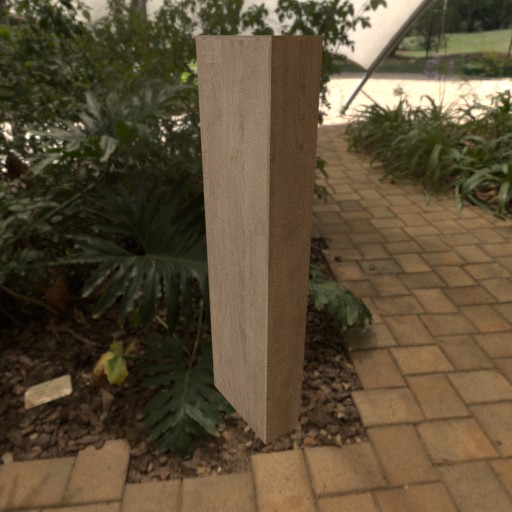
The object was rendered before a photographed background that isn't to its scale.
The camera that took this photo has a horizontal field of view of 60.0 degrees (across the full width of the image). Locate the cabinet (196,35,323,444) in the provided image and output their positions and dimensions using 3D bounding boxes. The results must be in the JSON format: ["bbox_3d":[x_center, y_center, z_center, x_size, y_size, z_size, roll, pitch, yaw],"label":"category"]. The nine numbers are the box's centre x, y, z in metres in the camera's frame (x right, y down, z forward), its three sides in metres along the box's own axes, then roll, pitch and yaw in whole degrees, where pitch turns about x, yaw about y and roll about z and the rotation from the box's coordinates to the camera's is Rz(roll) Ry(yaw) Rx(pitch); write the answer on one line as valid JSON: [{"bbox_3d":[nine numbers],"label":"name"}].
[{"bbox_3d":[0.000,0.000,2.009,0.230,1.790,0.500,-17,31,-31],"label":"cabinet"}]
